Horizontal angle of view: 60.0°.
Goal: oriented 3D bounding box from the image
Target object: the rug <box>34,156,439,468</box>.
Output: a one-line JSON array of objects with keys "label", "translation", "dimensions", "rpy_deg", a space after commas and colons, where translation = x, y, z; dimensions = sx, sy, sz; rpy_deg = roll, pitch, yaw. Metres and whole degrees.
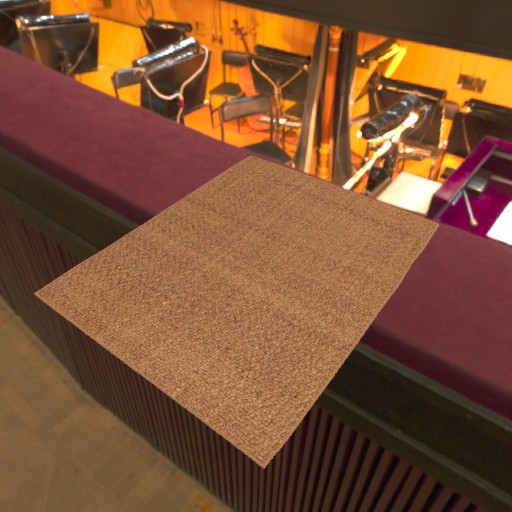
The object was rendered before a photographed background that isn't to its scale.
[{"label": "rug", "translation": [0.000, 0.000, 4.102], "dimensions": [2.439, 0.013, 3.048], "rpy_deg": [26, 47, 27]}]
